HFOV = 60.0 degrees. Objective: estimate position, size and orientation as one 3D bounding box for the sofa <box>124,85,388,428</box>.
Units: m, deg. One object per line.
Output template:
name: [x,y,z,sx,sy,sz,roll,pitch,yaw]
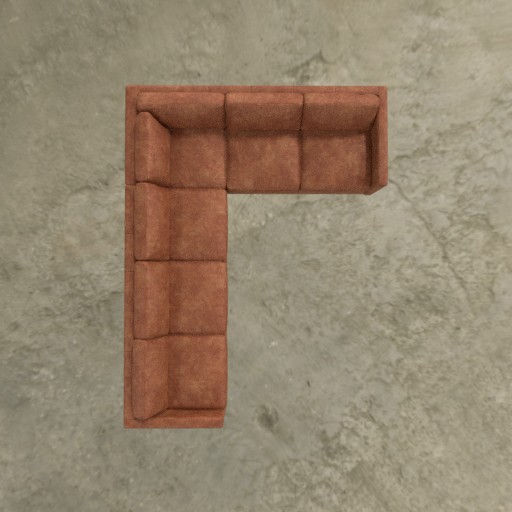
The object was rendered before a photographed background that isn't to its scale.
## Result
sofa: [0.000,0.000,4.332,2.438,0.838,3.167,0,89,0]
